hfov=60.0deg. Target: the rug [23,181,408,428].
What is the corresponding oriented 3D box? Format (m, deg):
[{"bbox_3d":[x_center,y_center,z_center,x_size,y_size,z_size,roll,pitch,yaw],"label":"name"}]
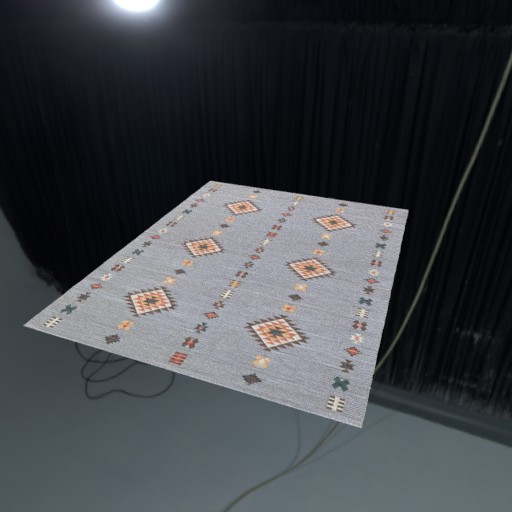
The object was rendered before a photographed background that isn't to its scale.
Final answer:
[{"bbox_3d":[0.000,0.000,4.033,2.425,0.008,3.035,11,33,18],"label":"rug"}]
